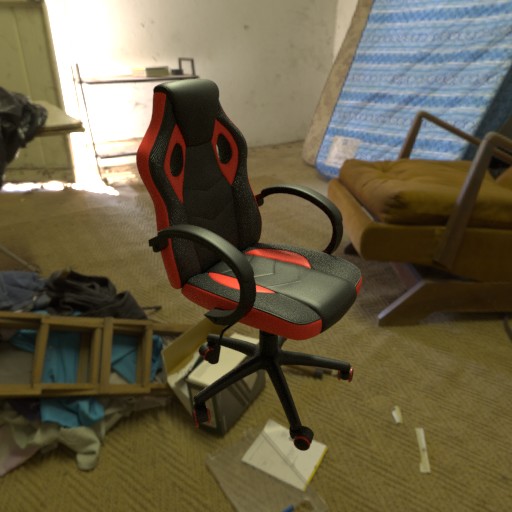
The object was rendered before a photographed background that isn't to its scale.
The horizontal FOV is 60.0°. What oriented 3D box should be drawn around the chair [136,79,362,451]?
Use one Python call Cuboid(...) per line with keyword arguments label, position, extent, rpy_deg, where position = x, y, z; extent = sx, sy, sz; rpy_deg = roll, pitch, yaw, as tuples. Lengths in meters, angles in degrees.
Cuboid(label="chair", position=(0.000, 0.000, 1.402), extent=(0.642, 1.016, 0.600), rpy_deg=(18, 31, 33))
